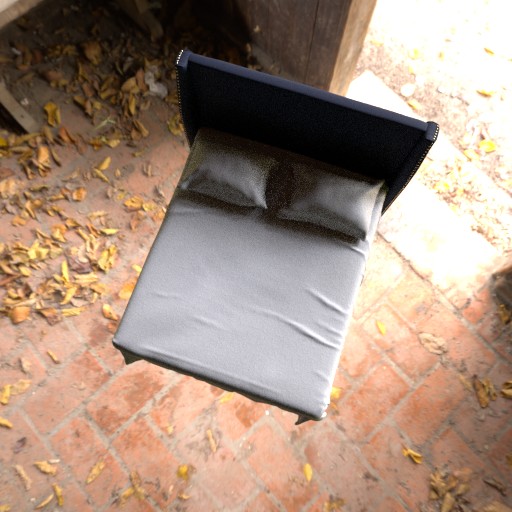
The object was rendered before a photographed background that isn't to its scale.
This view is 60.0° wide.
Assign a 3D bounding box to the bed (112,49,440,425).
[{"bbox_3d":[0.000,0.000,3.456,1.925,1.332,2.276,18,76,5],"label":"bed"}]
